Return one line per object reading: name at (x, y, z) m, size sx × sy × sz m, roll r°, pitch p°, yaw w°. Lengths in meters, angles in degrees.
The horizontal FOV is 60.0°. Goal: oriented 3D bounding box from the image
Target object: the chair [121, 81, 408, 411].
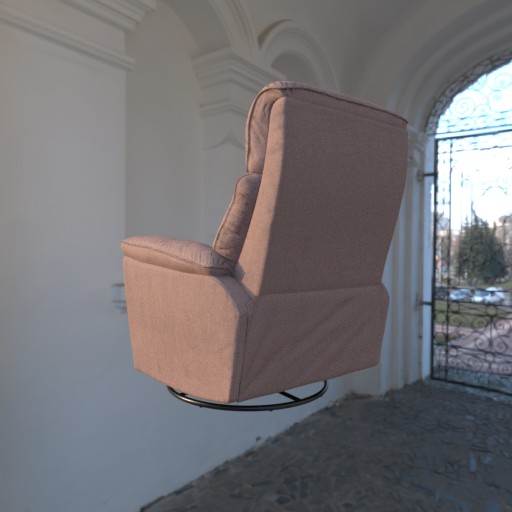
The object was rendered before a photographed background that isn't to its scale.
chair at (0.000, 0.000, 1.749) m, size 0.820 × 1.037 × 1.004 m, roll -1°, pitch 1°, yaw -37°
